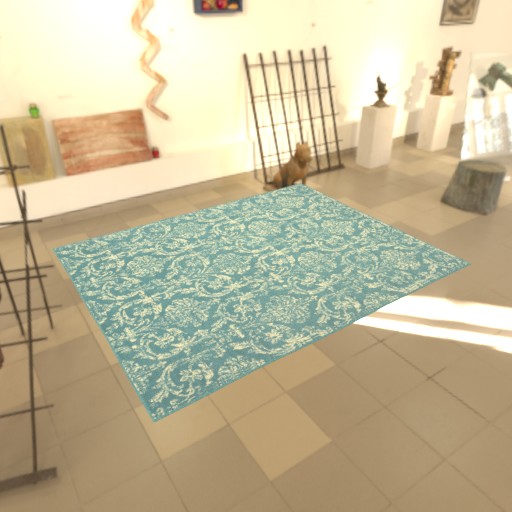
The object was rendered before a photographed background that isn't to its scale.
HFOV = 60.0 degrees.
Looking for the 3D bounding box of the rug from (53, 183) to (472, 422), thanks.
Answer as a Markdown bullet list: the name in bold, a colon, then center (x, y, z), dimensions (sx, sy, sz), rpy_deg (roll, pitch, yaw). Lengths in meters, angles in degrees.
- **rug**: center (0.000, 0.000, 4.010), dimensions (2.980, 0.012, 2.363), rpy_deg (-19, 35, -29)
